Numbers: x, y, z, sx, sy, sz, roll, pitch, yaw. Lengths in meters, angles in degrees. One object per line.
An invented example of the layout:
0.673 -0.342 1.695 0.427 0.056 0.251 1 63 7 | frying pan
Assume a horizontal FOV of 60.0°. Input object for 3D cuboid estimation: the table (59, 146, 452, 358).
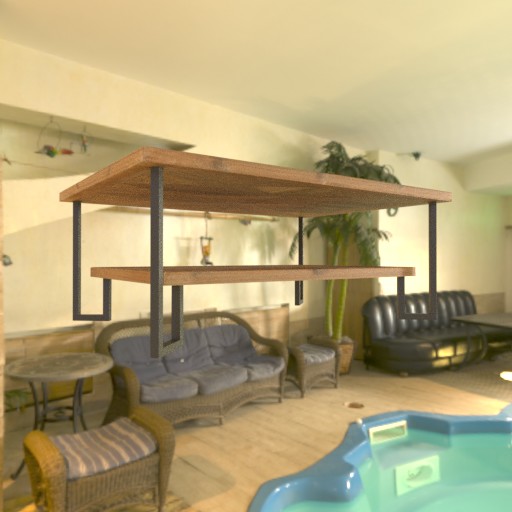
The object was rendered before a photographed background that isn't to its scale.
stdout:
0.000 0.000 1.708 1.238 0.492 0.877 0 0 -35 | table
